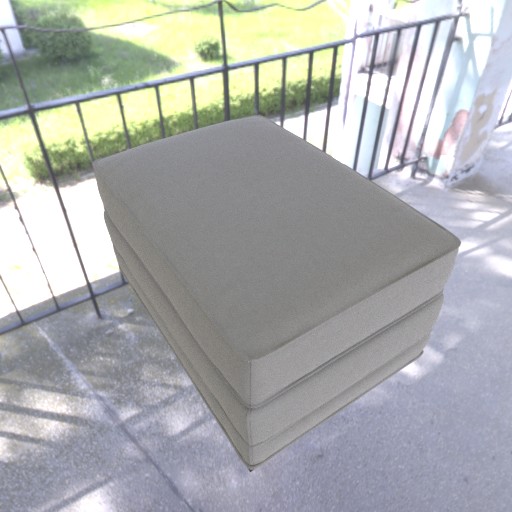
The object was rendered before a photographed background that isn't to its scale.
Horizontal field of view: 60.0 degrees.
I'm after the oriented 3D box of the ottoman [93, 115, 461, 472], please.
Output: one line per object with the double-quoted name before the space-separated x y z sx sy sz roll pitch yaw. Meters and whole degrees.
"ottoman" 0.000 0.000 1.239 0.611 0.482 0.848 -24 47 -25
